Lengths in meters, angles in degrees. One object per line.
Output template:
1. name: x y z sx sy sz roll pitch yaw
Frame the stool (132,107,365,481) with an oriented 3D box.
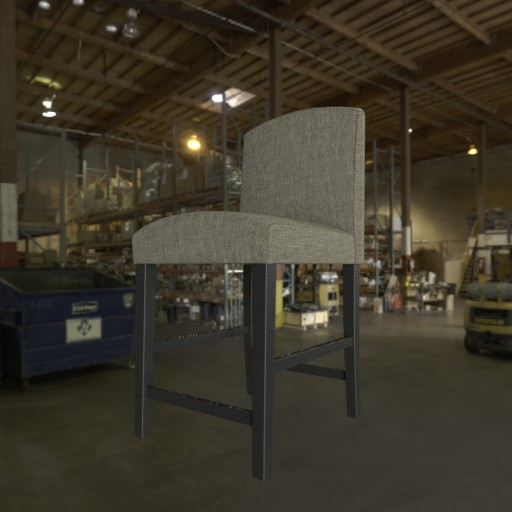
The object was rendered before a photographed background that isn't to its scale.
1. stool: 0.000 0.000 1.264 0.451 0.966 0.552 -1 -1 36
